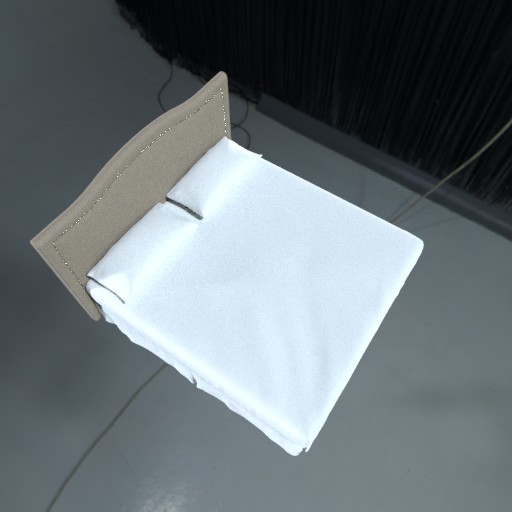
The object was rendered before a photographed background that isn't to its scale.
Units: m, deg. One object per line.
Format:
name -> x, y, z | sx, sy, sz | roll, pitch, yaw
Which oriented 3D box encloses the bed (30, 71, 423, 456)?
bed -> 0.000, 0.000, 3.524 | 2.182, 1.421, 2.083 | 30, 64, 17
